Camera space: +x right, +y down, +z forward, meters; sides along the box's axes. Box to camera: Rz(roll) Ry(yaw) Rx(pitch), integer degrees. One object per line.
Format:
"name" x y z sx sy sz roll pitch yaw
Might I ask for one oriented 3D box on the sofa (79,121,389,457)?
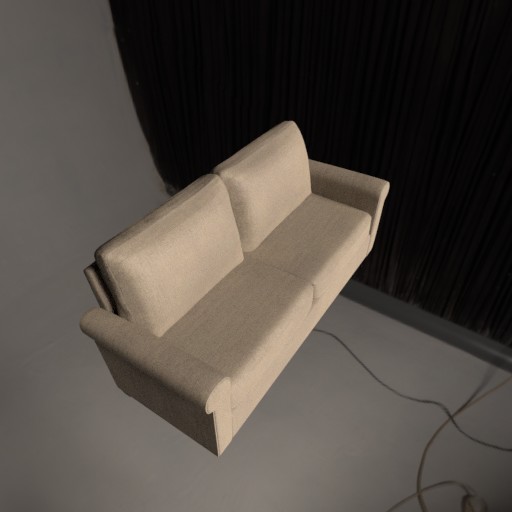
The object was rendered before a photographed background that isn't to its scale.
"sofa" 0.000 0.000 2.570 0.842 0.942 1.935 24 46 25
